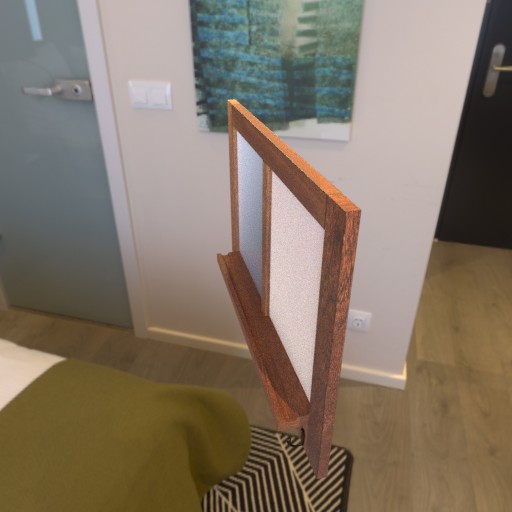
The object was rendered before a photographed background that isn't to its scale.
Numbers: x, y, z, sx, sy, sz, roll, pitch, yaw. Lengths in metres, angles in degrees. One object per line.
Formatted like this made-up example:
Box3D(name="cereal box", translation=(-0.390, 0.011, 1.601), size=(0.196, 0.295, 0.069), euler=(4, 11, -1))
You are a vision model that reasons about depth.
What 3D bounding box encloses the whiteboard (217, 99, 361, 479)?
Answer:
Box3D(name="whiteboard", translation=(0.000, 0.000, 1.035), size=(0.083, 0.559, 0.783), euler=(-7, 31, -12))
